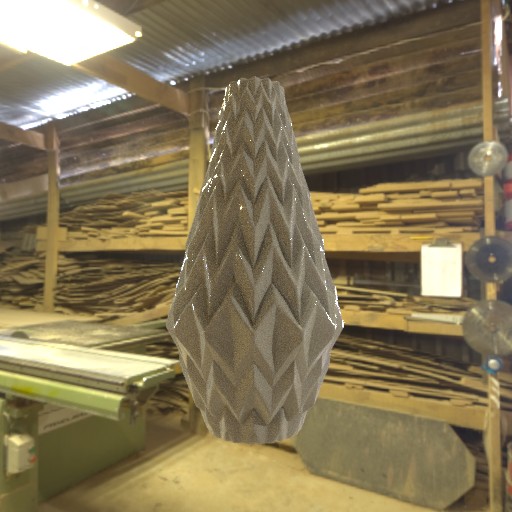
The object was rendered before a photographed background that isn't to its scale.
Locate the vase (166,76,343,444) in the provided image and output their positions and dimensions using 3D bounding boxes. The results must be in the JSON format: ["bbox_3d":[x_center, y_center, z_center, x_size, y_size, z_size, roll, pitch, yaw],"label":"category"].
[{"bbox_3d":[0.000,0.000,0.428,0.167,0.328,0.167,0,-1,0],"label":"vase"}]
